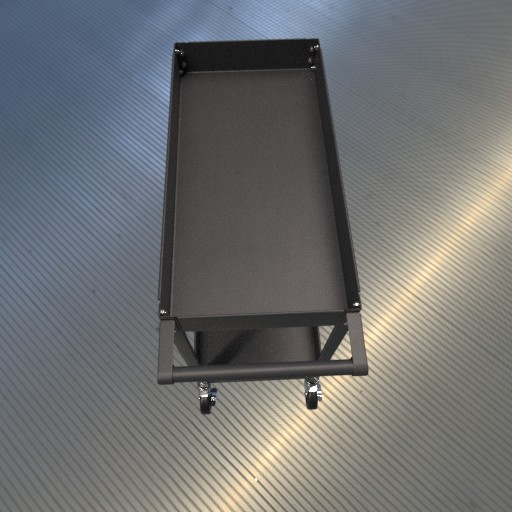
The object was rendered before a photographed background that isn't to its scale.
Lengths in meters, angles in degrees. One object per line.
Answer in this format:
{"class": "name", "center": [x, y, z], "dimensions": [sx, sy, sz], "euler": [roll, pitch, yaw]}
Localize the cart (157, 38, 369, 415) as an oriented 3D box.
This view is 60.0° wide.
{"class": "cart", "center": [0.000, 0.000, 1.175], "dimensions": [0.366, 0.719, 0.779], "euler": [-2, 63, -1]}
